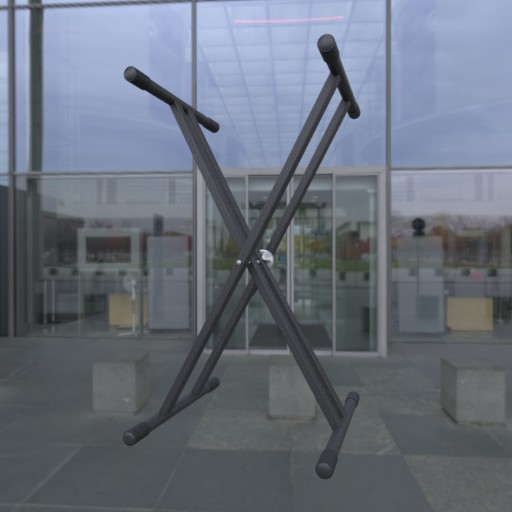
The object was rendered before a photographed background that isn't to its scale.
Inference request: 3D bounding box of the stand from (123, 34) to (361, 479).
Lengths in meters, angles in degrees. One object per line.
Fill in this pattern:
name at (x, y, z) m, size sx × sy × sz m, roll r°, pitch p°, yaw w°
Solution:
stand at (0.000, 0.000, 1.200) m, size 0.503 × 0.900 × 0.495 m, roll 0°, pitch 0°, yaw 19°
